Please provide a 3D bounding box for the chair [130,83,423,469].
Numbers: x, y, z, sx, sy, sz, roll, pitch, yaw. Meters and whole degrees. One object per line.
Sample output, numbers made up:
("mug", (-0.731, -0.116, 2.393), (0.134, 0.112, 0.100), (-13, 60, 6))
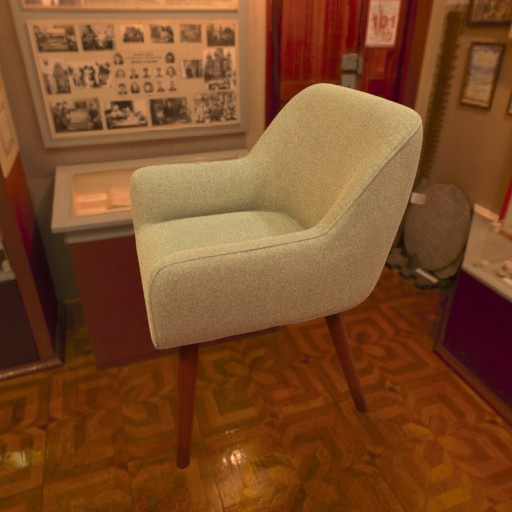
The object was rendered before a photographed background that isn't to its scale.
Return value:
("chair", (0.000, 0.000, 1.200), (0.610, 0.813, 0.610), (-9, 30, -15))
